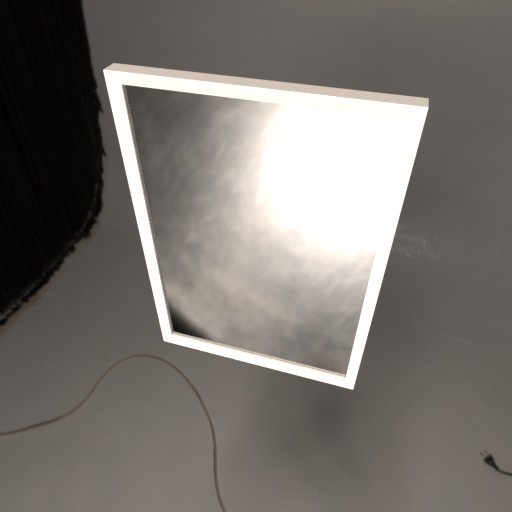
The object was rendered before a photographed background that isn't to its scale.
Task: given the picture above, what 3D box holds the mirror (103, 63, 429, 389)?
[{"bbox_3d":[0.000,0.000,0.913,0.507,0.710,0.039,11,43,13],"label":"mirror"}]
